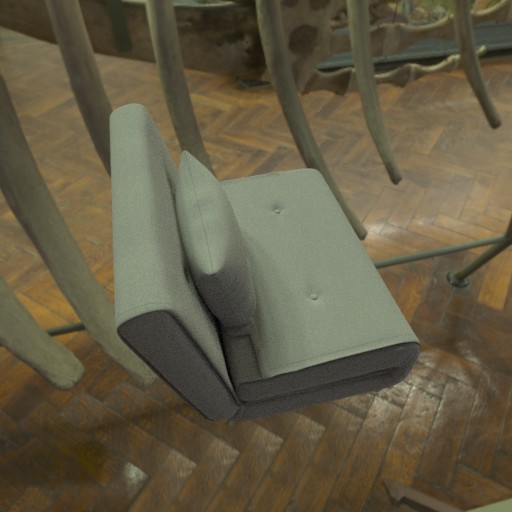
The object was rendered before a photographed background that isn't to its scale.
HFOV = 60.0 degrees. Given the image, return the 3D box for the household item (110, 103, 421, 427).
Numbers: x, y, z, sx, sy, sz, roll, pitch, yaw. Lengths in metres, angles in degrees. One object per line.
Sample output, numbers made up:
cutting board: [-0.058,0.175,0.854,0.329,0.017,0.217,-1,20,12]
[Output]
household item: [0.000,0.000,1.626,0.874,0.800,1.000,-10,47,-9]
